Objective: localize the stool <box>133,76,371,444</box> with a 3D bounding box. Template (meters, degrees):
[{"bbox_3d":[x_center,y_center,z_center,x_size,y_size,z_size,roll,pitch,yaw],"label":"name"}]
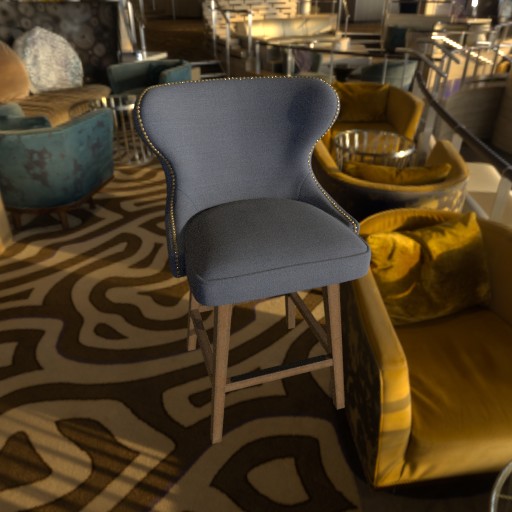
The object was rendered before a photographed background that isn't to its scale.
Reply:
[{"bbox_3d":[0.000,0.000,1.390,0.615,0.972,0.597,-10,32,-15],"label":"stool"}]
